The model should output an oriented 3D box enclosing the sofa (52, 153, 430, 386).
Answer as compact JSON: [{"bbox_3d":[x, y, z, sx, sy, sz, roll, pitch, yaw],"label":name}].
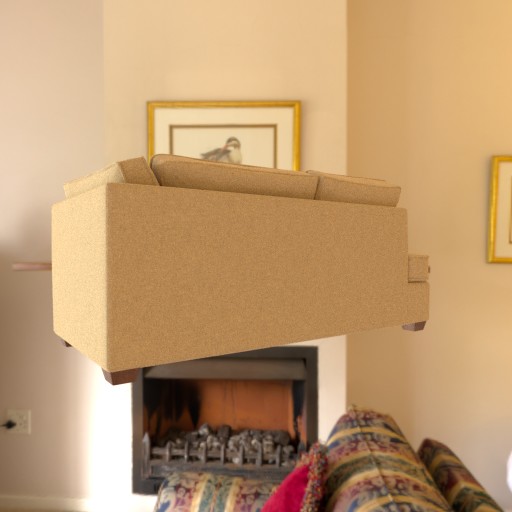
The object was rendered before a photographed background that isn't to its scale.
[{"bbox_3d":[0.000,0.000,2.844,2.237,1.033,1.110,-1,1,-36],"label":"sofa"}]
